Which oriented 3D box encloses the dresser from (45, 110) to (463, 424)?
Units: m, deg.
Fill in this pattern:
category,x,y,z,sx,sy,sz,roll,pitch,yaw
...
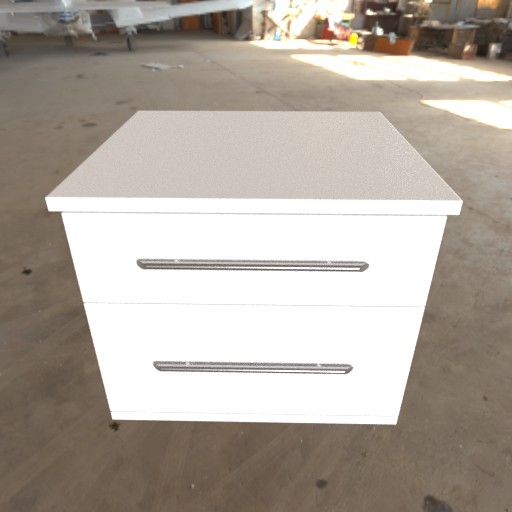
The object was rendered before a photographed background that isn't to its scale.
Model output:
category,x,y,z,sx,sy,sz,roll,pitch,yaw
dresser,0.000,0.000,0.707,0.430,0.360,0.400,1,31,1
